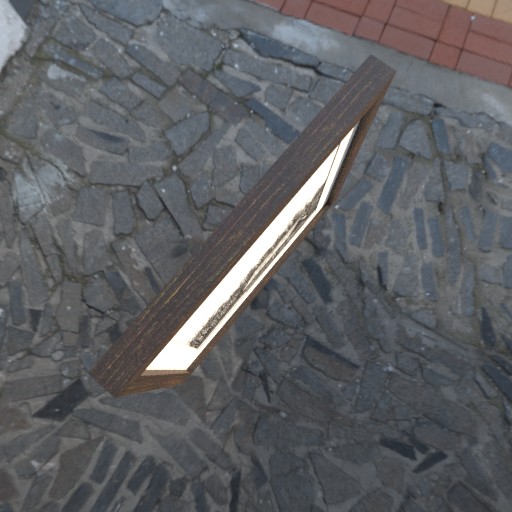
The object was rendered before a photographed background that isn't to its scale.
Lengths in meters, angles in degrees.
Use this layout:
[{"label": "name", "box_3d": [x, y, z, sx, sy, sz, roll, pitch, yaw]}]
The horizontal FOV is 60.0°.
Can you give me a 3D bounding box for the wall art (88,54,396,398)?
[{"label": "wall art", "box_3d": [0.000, 0.000, 0.544, 0.031, 0.330, 0.381, 39, 79, 9]}]
